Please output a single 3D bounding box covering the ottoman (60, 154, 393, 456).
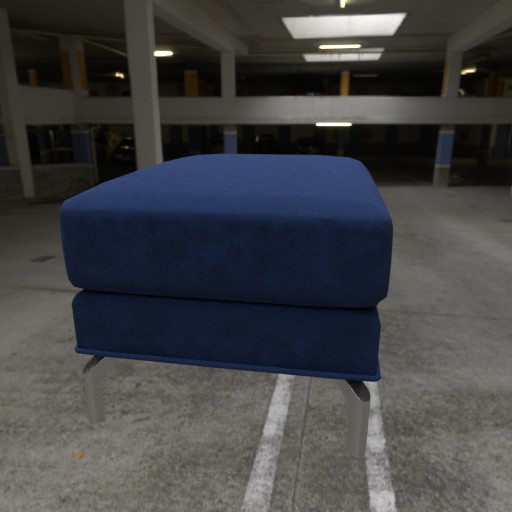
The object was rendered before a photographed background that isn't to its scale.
[{"bbox_3d":[0.000,0.000,1.168,0.587,0.498,0.835,3,17,10],"label":"ottoman"}]
